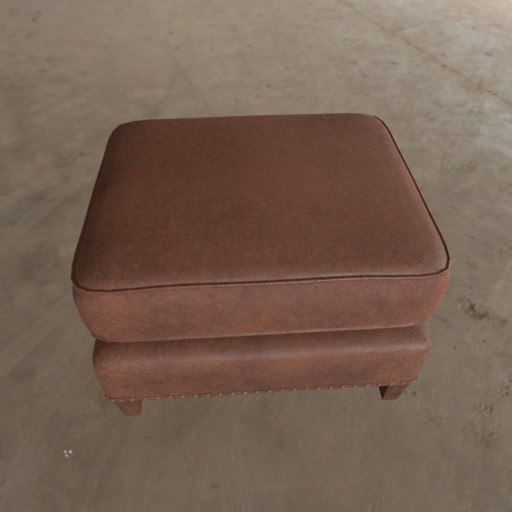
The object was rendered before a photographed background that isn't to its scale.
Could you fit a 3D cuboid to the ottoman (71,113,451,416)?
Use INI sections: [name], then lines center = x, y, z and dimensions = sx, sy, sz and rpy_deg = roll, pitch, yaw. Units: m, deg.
[ottoman]
center = 0.000, 0.000, 1.115
dimensions = 0.738, 0.537, 0.589
rpy_deg = -3, 47, -2
